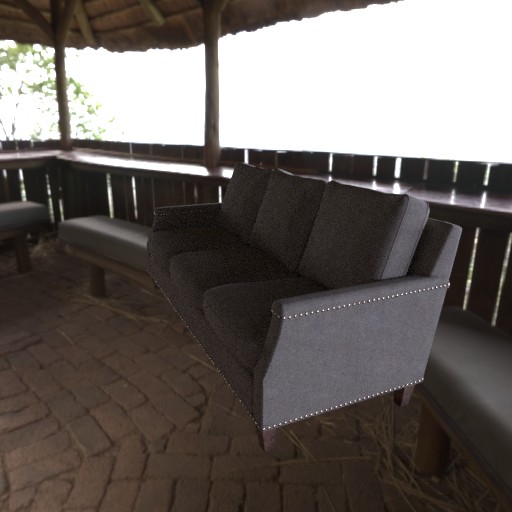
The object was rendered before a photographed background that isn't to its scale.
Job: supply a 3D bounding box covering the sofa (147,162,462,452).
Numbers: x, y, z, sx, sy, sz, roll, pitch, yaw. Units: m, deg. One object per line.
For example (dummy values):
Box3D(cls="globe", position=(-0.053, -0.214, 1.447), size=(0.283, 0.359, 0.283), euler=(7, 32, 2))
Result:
Box3D(cls="sofa", position=(0.000, 0.000, 2.838), size=(1.034, 1.042, 2.226), euler=(-8, 19, -24))
